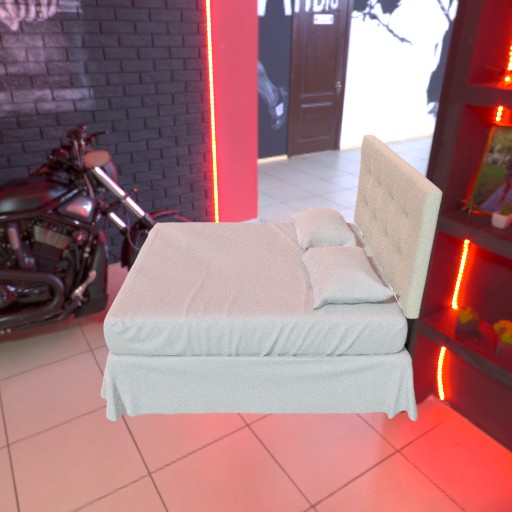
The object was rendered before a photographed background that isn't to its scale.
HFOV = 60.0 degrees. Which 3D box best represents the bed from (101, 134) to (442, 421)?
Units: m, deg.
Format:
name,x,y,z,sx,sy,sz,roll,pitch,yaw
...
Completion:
name,x,y,z,sx,sy,sz,roll,pitch,yaw
bed,0.000,0.000,3.483,2.222,1.577,1.936,0,26,0
